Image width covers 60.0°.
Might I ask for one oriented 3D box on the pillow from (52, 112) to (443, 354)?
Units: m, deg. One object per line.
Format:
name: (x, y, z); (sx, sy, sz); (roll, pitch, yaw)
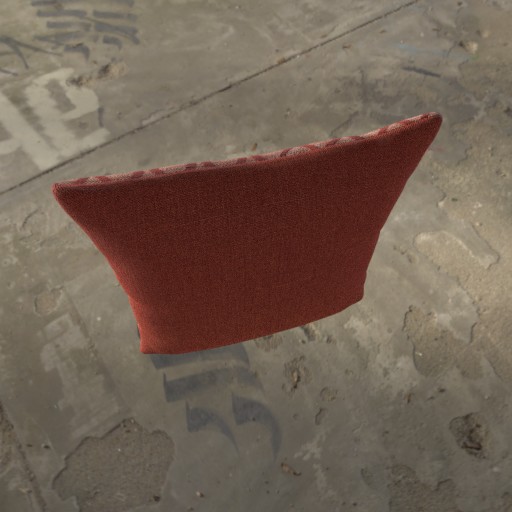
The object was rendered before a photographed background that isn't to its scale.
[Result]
pillow: (0.000, 0.000, 0.646); (0.429, 0.434, 0.159); (-14, 58, -9)
